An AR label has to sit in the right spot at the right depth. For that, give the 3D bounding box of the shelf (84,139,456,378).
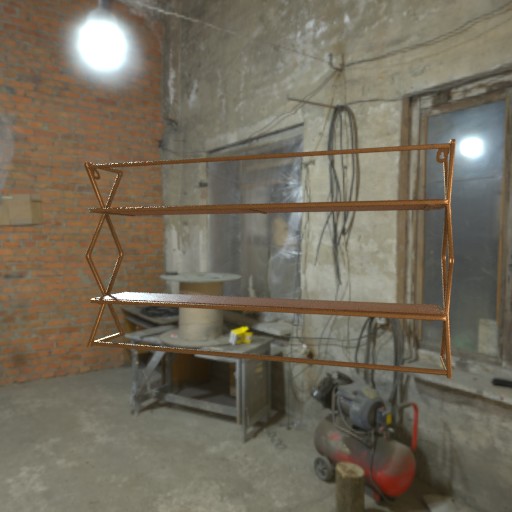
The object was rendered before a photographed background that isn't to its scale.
[{"bbox_3d":[0.000,0.000,1.023,0.822,0.450,0.150,1,2,18],"label":"shelf"}]
